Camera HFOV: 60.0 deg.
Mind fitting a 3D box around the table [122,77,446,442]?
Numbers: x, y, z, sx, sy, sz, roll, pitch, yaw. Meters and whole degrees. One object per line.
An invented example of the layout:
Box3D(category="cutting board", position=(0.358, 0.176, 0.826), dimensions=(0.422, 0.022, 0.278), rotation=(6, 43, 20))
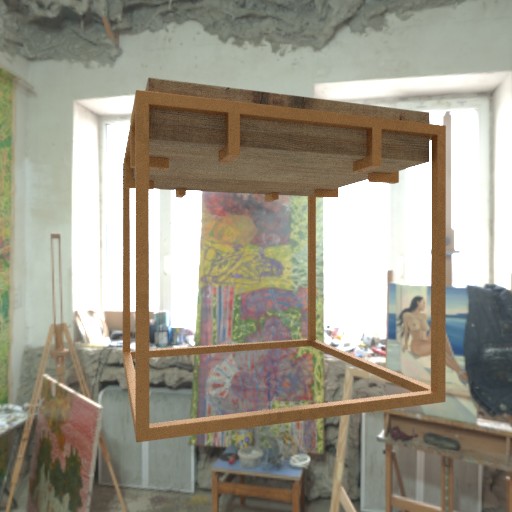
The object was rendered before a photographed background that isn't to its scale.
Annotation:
Box3D(category="table", position=(0.000, 0.000, 1.075), dimensions=(0.599, 0.584, 0.599), rotation=(0, 0, -19))
